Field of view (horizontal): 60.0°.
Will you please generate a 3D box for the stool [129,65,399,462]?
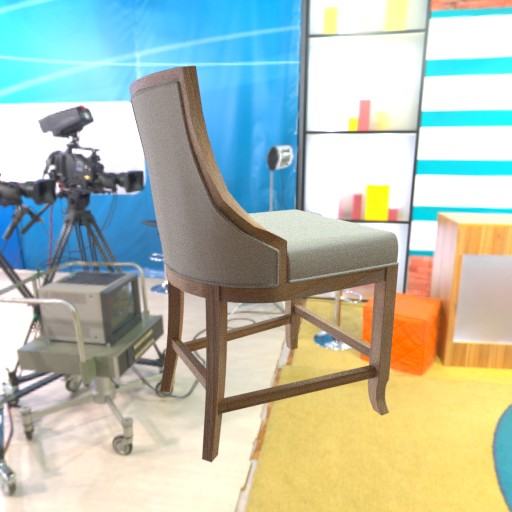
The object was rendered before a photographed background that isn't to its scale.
[{"bbox_3d":[0.000,0.000,1.293,0.626,0.938,0.524,-8,16,-28],"label":"stool"}]
